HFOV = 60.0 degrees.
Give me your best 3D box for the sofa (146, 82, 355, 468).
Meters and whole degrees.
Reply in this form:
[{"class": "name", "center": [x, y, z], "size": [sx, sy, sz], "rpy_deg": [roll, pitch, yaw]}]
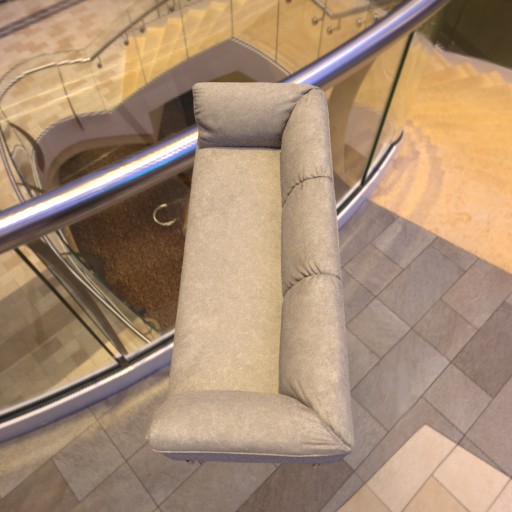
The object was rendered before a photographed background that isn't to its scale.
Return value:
[{"class": "sofa", "center": [0.000, 0.000, 2.642], "size": [0.899, 0.758, 2.238], "rpy_deg": [1, 60, 1]}]
